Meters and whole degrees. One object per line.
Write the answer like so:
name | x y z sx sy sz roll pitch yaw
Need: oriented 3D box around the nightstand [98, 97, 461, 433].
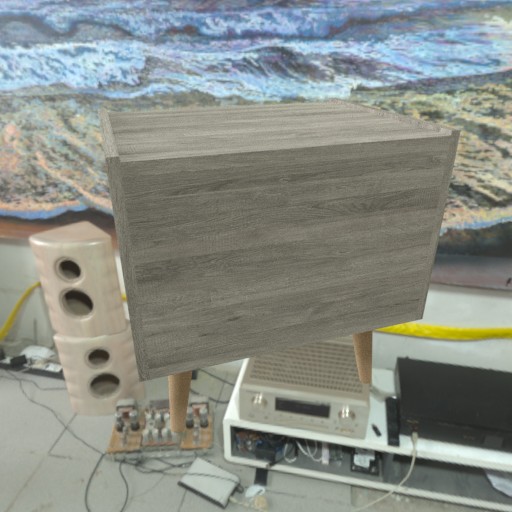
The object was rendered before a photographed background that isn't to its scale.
nightstand | 0.000 0.000 0.828 0.480 0.500 0.380 -9 28 -17
